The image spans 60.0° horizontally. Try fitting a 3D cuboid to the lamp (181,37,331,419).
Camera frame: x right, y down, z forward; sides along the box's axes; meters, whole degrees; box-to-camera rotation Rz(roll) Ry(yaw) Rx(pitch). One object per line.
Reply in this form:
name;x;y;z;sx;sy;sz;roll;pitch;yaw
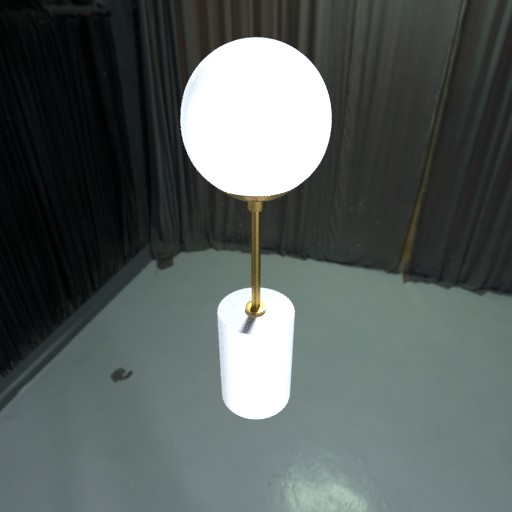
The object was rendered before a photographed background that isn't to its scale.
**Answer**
lamp;0.000;0.000;0.541;0.153;0.480;0.153;0;32;0
